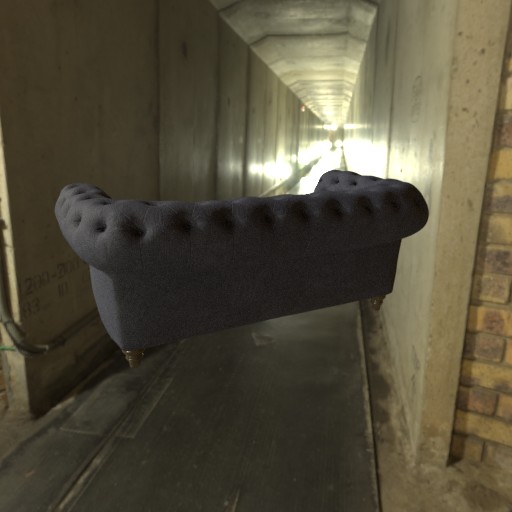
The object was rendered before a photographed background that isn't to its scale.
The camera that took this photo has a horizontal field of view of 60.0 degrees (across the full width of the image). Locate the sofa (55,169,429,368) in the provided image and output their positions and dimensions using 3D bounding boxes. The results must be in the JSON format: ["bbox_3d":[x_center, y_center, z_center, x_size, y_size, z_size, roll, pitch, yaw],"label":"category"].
[{"bbox_3d":[0.000,0.000,2.521,1.988,0.833,1.082,-8,18,-26],"label":"sofa"}]
